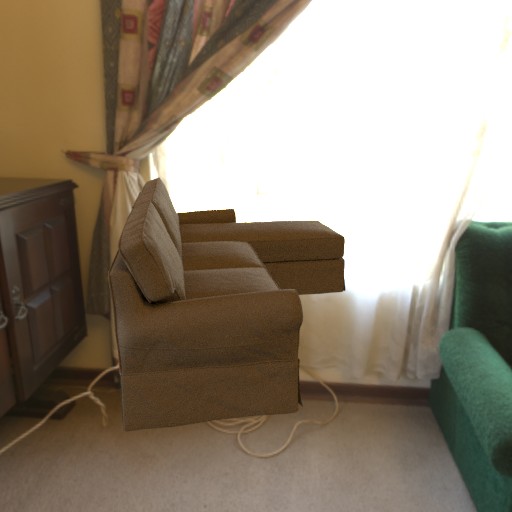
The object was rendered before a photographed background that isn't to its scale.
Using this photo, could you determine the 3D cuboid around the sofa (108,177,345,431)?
[{"bbox_3d":[0.000,0.000,3.255,1.733,0.978,2.475,-3,16,-10],"label":"sofa"}]
